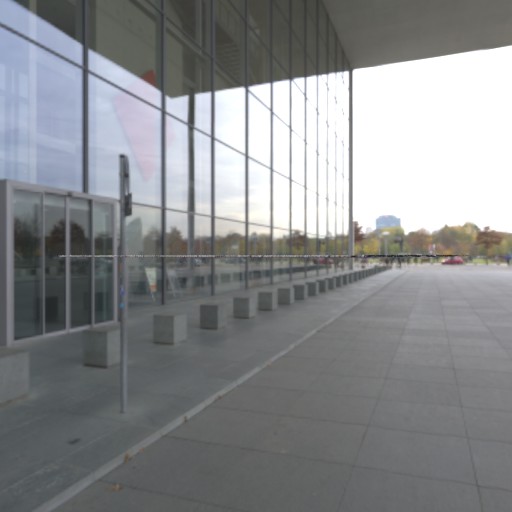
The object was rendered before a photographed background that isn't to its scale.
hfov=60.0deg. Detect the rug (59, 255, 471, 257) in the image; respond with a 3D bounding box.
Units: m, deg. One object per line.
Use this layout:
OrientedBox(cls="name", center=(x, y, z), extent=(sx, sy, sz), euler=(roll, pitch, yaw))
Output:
OrientedBox(cls="rug", center=(0.000, 0.000, 2.286), extent=(1.848, 0.012, 1.217), euler=(0, 0, 37))
